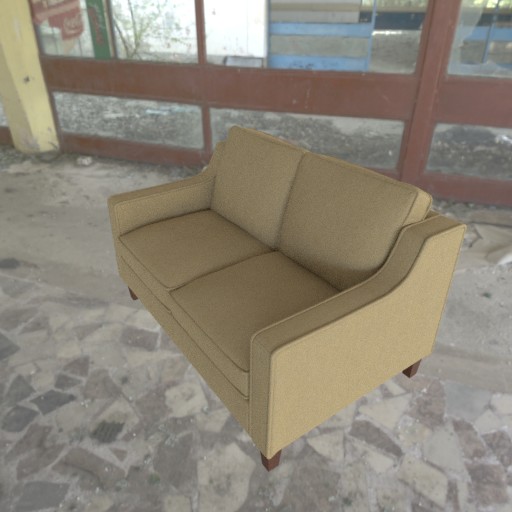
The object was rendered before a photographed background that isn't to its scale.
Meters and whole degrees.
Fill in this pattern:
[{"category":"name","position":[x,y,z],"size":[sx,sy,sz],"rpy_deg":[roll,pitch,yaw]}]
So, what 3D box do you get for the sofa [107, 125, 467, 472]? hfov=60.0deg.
[{"category":"sofa","position":[0.000,0.000,2.193],"size":[0.987,0.971,1.501],"rpy_deg":[-20,36,-30]}]
